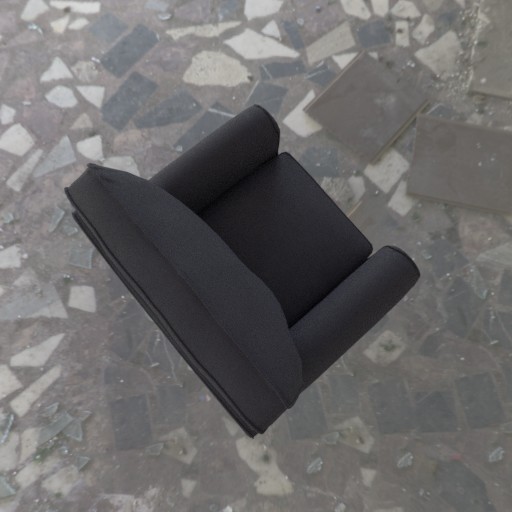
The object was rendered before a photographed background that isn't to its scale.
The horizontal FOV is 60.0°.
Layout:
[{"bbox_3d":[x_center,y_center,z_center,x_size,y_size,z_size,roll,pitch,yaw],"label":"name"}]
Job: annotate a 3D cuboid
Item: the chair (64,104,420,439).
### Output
[{"bbox_3d":[0.000,0.000,1.949,1.002,1.140,1.119,-40,79,-9],"label":"chair"}]
